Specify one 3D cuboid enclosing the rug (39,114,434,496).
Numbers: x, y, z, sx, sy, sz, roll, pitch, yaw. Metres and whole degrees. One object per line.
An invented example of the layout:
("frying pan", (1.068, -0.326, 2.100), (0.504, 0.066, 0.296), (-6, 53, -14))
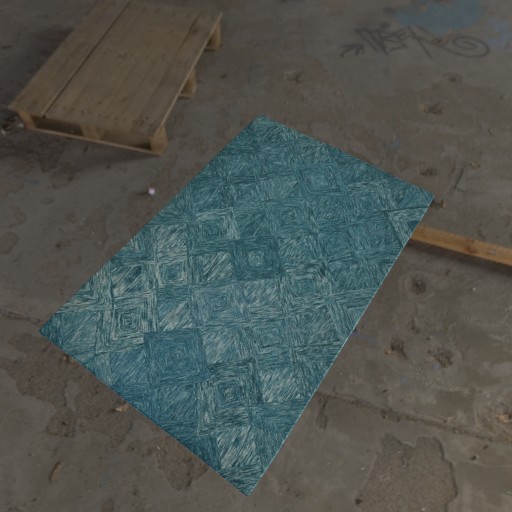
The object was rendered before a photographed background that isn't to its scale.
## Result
("rug", (0.000, 0.000, 2.148), (1.136, 0.017, 1.728), (30, 62, 18))
